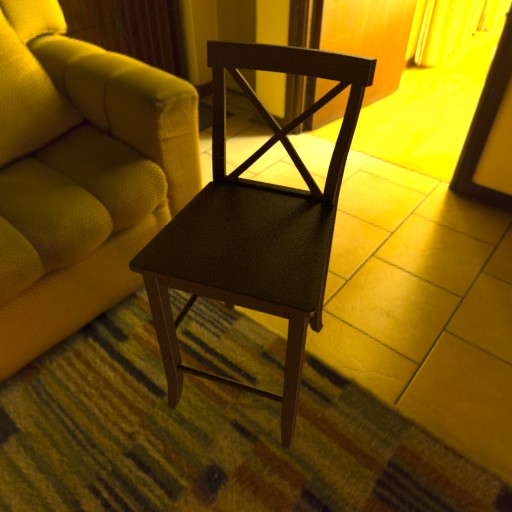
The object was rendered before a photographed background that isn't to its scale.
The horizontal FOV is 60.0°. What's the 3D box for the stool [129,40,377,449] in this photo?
[{"bbox_3d":[0.000,0.000,1.270,0.452,0.989,0.559,13,44,14],"label":"stool"}]
